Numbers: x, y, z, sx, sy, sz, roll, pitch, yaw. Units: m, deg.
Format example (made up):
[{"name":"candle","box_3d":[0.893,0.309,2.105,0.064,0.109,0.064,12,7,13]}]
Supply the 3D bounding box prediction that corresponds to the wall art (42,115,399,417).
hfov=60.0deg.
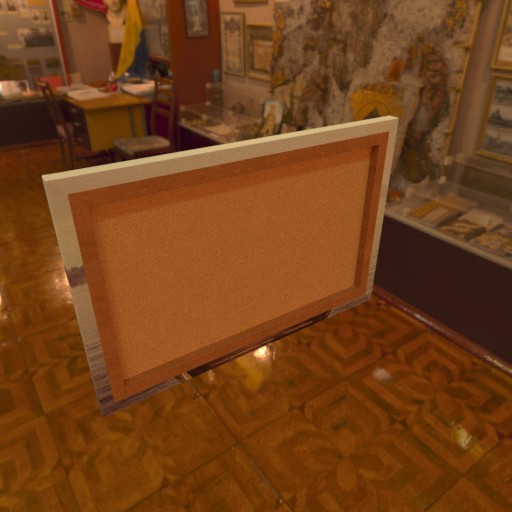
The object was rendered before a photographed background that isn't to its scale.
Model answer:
[{"name":"wall art","box_3d":[0.000,0.000,1.166,0.916,0.609,0.037,-18,34,-28]}]
